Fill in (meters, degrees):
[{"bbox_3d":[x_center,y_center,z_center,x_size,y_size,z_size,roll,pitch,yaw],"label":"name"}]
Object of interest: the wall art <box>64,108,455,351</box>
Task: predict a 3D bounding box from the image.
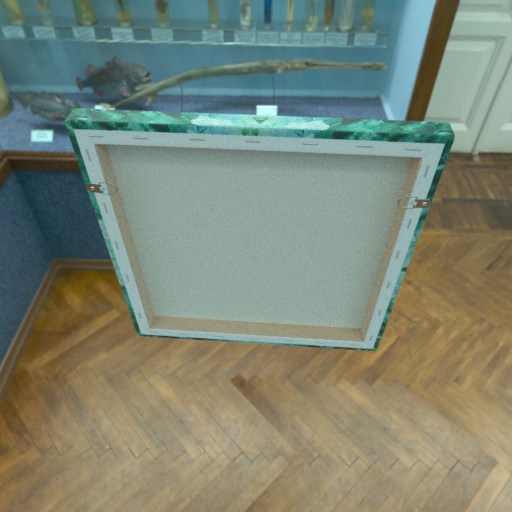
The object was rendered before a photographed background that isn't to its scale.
[{"bbox_3d":[0.000,0.000,0.763,0.507,0.508,0.038,3,46,3],"label":"wall art"}]
